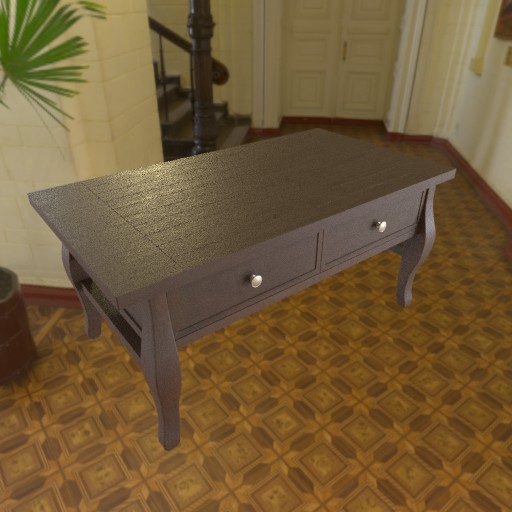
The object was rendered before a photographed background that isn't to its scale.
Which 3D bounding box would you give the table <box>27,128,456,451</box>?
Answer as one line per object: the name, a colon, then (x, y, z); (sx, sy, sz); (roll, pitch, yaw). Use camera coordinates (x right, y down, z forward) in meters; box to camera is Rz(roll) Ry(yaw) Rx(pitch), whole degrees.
table: (0.000, 0.000, 1.366); (1.062, 0.494, 0.600); (-22, 37, -32)
